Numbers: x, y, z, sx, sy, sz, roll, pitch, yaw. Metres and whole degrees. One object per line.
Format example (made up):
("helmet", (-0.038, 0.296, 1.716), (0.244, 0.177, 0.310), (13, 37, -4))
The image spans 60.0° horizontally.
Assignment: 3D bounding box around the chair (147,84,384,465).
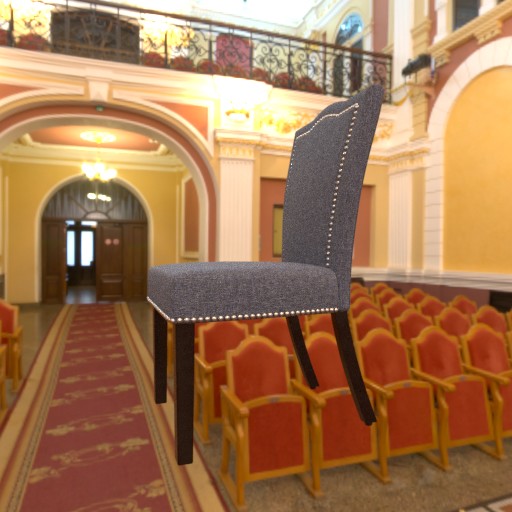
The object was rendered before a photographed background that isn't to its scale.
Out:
("chair", (0.000, 0.000, 1.311), (0.589, 0.946, 0.518), (0, 1, -19))
